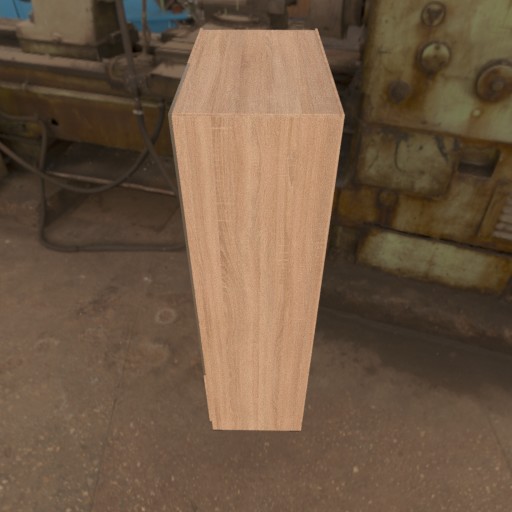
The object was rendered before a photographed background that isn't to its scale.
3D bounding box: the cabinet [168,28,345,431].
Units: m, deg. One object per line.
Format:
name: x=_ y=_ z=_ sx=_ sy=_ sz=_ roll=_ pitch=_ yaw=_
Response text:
cabinet: x=0.000 y=0.000 z=2.520 sx=0.590 sy=2.121 sz=1.001 roll=1 pitch=42 yaw=1
